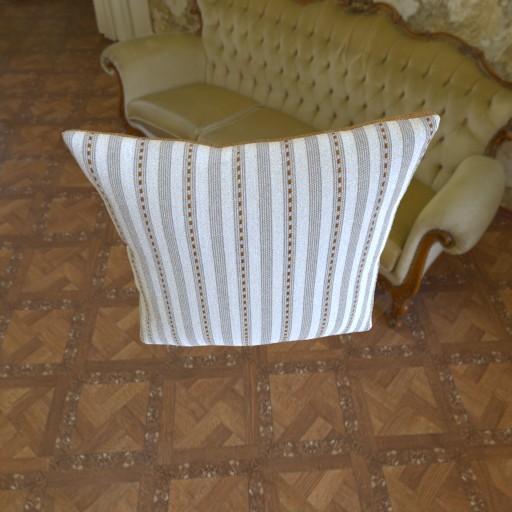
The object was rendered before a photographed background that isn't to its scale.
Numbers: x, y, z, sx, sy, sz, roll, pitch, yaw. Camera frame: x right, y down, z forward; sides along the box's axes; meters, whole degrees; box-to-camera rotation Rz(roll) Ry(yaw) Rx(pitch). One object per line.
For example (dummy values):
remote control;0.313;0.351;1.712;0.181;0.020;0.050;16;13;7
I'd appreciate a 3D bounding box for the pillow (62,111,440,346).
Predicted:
pillow;0.000;0.000;0.654;0.432;0.437;0.147;-4;47;-3
